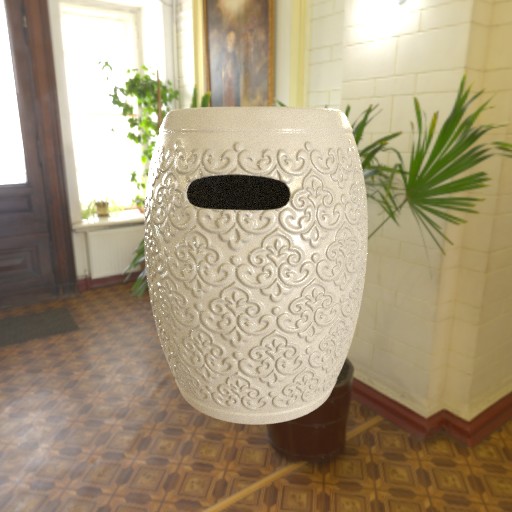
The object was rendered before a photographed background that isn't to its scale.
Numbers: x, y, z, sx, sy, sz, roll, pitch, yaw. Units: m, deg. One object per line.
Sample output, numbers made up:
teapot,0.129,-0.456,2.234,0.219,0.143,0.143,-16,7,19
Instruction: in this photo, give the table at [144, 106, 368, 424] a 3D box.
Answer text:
table,0.000,0.000,0.638,0.309,0.397,0.309,0,15,0
